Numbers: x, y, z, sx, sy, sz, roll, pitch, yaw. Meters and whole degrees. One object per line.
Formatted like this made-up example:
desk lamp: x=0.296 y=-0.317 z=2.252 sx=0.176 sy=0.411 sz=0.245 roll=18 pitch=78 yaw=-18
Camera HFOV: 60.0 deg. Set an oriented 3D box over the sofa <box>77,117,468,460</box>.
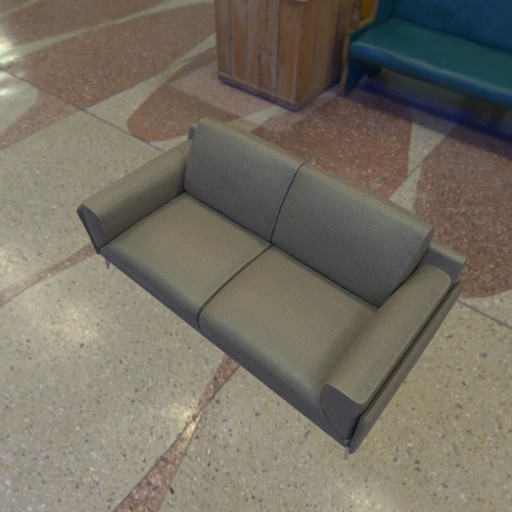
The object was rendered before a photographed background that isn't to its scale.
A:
sofa: x=0.000 y=0.000 z=2.649 sx=2.101 sy=0.930 sz=1.049 roll=32 pitch=55 yaw=26
